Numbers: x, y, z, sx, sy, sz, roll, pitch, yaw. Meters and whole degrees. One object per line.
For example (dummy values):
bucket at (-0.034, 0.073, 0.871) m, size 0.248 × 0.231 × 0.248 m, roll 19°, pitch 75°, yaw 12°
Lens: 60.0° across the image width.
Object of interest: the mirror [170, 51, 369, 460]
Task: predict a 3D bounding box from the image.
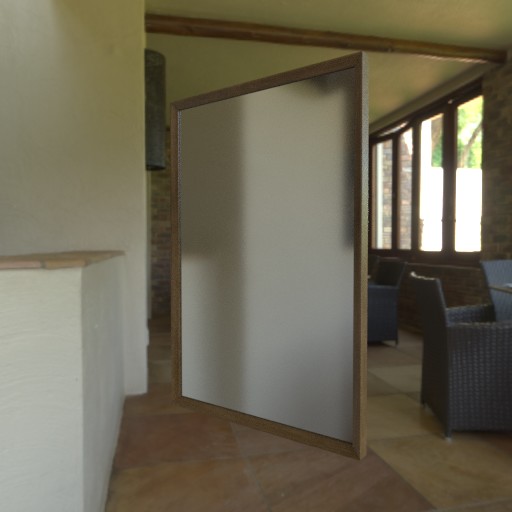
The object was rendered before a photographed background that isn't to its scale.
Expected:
mirror at (0.000, 0.000, 1.182) m, size 0.609 × 0.915 × 0.041 m, roll 1°, pitch 2°, yaw 36°
